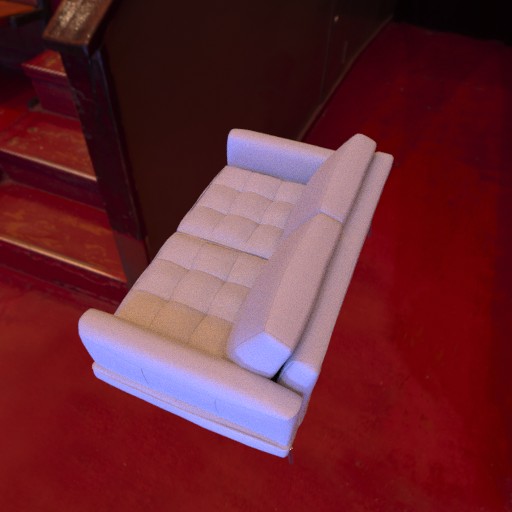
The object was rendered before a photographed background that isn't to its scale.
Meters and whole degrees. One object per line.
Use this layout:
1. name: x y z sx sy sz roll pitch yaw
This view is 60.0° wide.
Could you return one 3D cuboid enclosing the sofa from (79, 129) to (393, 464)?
1. sofa: 0.000 0.000 2.510 1.121 0.930 1.819 17 51 15
